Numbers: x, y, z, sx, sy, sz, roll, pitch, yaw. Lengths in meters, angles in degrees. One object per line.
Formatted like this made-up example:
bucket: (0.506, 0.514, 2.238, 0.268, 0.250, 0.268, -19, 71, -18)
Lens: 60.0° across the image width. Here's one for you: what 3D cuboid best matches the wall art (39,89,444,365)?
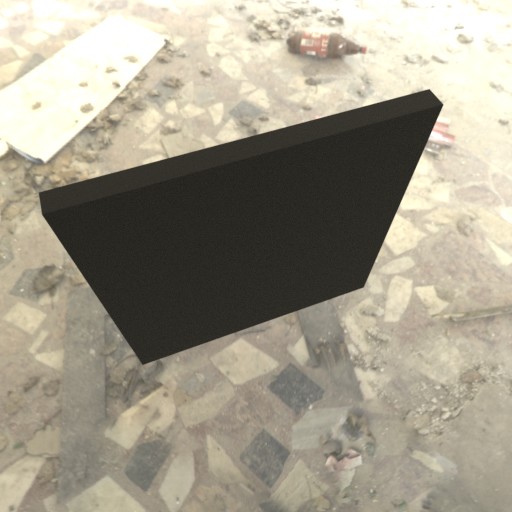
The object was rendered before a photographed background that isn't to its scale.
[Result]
wall art: (0.000, 0.000, 0.681, 0.462, 0.458, 0.030, -18, 60, -11)
